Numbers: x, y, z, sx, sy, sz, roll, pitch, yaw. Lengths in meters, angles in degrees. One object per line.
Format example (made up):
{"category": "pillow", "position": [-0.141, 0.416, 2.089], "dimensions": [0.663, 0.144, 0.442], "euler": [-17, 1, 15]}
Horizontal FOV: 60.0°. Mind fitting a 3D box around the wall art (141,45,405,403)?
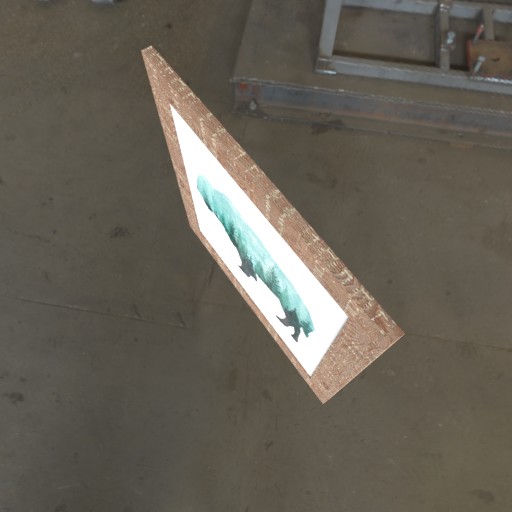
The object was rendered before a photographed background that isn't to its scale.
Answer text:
{"category": "wall art", "position": [0.000, 0.000, 0.572], "dimensions": [0.022, 0.380, 0.380], "euler": [-33, 69, -14]}
